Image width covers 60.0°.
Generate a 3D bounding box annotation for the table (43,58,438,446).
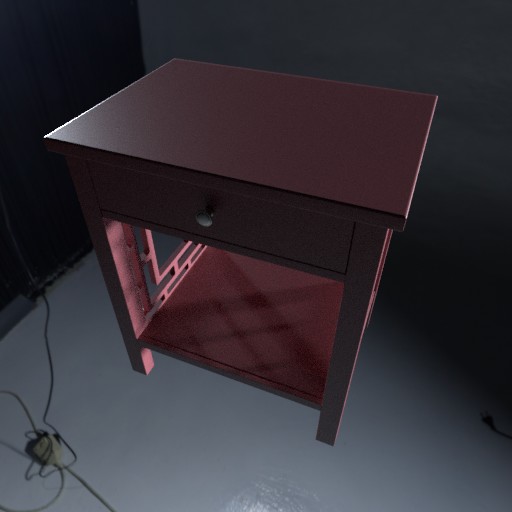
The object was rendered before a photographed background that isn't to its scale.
[{"bbox_3d":[0.000,0.000,1.038,0.599,0.686,0.451,15,44,16],"label":"table"}]
